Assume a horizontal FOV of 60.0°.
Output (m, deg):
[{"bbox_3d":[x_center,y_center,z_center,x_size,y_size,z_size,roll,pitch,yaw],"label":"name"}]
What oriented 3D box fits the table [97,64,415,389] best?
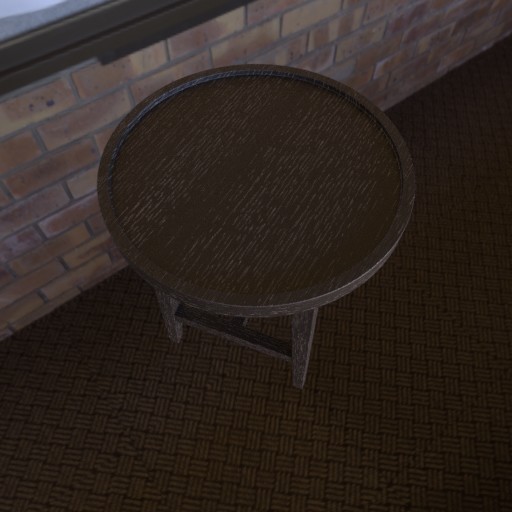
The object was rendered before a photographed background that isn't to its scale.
[{"bbox_3d":[0.000,0.000,0.761,0.399,0.460,0.399,0,59,0],"label":"table"}]
